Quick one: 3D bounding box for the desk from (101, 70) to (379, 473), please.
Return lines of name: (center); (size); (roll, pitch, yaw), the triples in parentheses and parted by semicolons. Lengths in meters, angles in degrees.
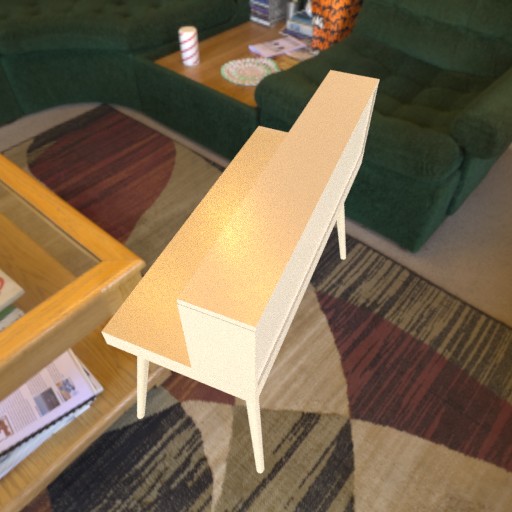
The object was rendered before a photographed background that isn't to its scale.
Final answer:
desk: (0.000, 0.000, 1.740); (0.559, 0.990, 1.199); (18, 50, 15)
